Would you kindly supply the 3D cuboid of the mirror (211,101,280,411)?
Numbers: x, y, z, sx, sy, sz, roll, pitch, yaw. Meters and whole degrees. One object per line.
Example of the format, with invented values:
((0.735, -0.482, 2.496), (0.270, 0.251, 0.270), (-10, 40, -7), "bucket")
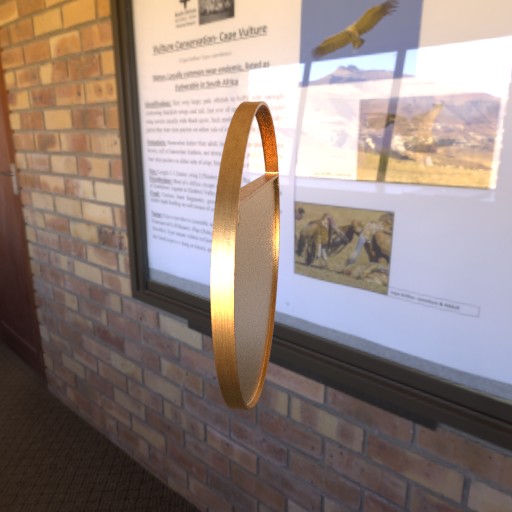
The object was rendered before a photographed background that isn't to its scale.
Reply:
((0.000, 0.000, 0.858), (0.032, 0.565, 0.565), (2, 15, 9), "mirror")
